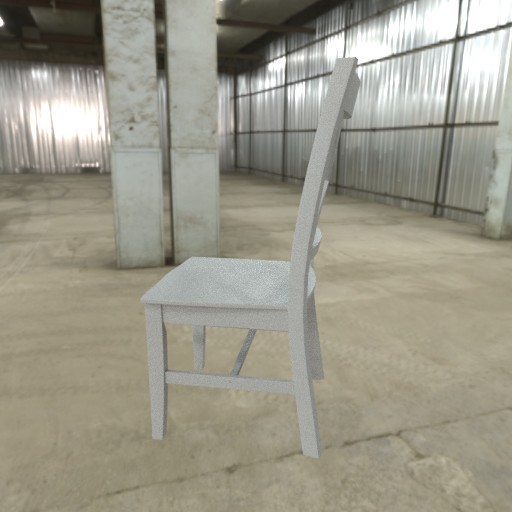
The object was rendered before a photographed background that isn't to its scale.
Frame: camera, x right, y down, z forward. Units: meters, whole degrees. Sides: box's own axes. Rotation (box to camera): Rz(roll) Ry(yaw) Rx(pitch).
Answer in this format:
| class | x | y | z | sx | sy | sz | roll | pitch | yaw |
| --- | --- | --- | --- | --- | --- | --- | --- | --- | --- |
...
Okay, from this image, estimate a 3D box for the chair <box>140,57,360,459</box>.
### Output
| class | x | y | z | sx | sy | sz | roll | pitch | yaw |
| --- | --- | --- | --- | --- | --- | --- | --- | --- | --- |
| chair | 0.000 | 0.000 | 1.298 | 0.542 | 0.983 | 0.485 | 2 | 14 | 9 |
